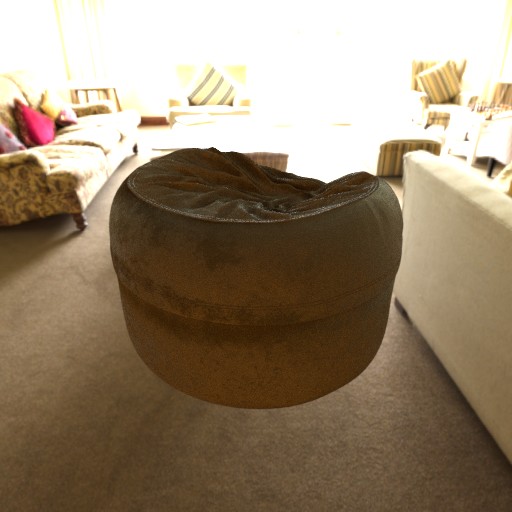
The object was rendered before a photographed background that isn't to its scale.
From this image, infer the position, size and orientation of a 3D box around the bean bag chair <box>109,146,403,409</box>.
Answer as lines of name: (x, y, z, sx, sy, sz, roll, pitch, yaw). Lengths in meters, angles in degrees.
bean bag chair: (0.000, 0.000, 1.485, 0.918, 0.605, 0.918, 0, 28, 0)
